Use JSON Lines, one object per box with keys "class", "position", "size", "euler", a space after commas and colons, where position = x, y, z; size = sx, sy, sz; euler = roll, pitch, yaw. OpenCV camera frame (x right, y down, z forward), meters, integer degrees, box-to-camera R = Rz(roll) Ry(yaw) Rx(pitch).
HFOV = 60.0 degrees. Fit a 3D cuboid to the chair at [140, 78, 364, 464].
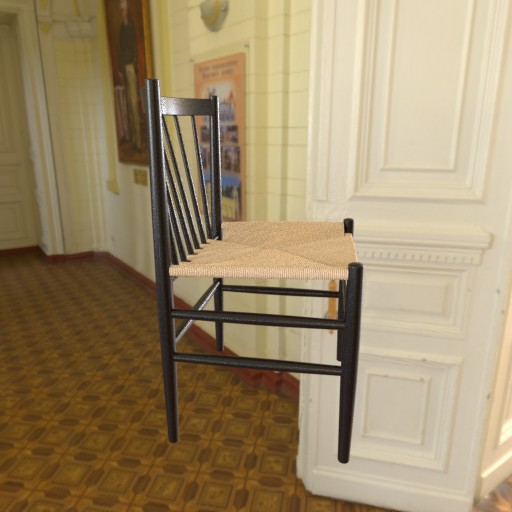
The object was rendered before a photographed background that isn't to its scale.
{"class": "chair", "position": [0.000, 0.000, 1.148], "size": [0.516, 0.818, 0.495], "euler": [3, 16, 9]}
